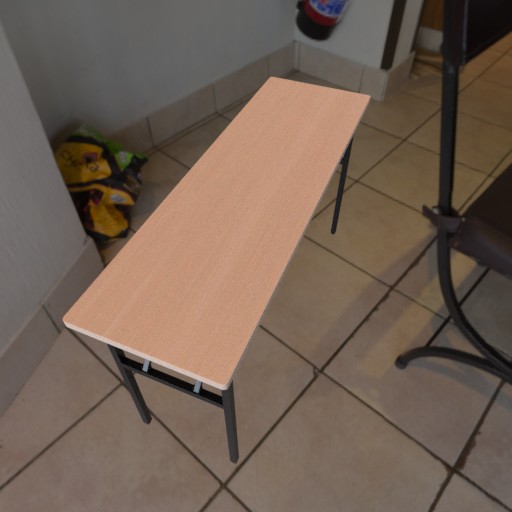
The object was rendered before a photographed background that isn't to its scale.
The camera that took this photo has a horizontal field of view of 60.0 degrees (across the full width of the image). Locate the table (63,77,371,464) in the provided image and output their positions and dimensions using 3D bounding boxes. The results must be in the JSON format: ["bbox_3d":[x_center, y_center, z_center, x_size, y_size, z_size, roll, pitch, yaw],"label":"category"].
[{"bbox_3d":[0.000,0.000,1.734,0.447,0.750,1.397,17,50,15],"label":"table"}]
